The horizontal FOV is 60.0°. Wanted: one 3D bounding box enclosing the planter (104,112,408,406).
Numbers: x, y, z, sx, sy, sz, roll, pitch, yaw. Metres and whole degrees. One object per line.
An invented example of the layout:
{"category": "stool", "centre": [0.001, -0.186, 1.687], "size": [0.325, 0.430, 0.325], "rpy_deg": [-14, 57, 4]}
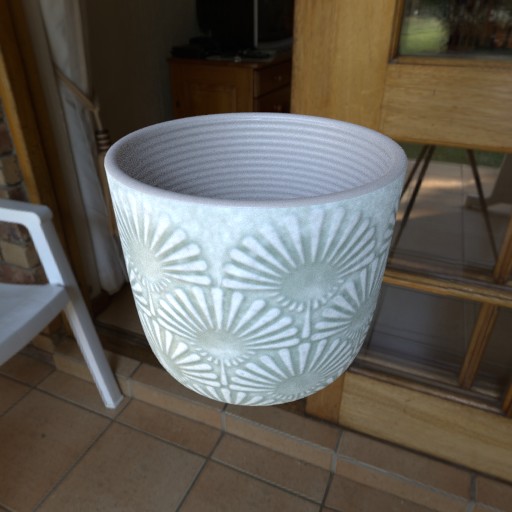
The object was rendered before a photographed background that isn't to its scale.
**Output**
{"category": "planter", "centre": [0.000, 0.000, 0.215], "size": [0.124, 0.109, 0.124], "rpy_deg": [0, 31, 0]}
